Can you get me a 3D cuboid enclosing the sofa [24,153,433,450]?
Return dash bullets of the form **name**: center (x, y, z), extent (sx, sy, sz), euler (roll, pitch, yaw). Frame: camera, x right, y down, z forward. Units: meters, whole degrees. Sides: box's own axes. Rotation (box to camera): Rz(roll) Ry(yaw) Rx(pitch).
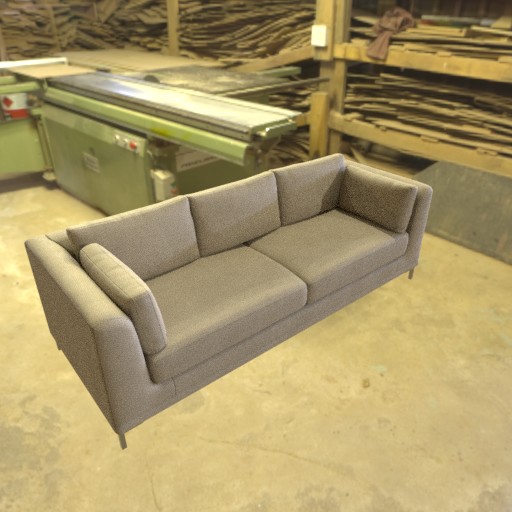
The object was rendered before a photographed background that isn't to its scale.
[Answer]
- **sofa**: center (0.000, 0.000, 2.854), extent (2.415, 0.867, 0.969), euler (-22, 36, -34)
